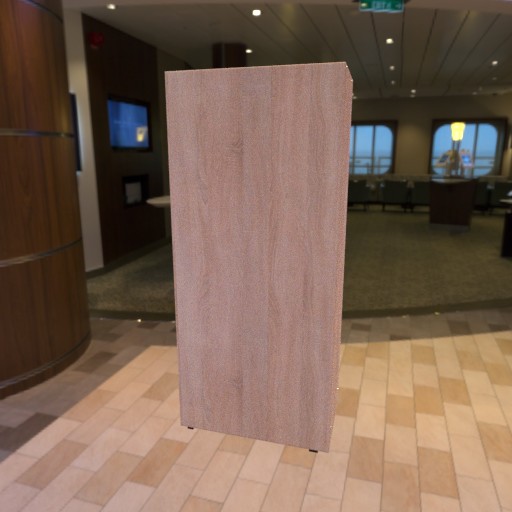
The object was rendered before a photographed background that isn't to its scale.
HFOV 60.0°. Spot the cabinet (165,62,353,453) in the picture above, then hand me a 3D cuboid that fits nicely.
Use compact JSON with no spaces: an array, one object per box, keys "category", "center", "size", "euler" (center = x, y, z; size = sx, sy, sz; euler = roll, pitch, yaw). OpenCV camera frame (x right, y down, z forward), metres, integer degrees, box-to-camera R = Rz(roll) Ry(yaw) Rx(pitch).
[{"category":"cabinet","center":[0.000,0.000,2.834],"size":[1.094,2.120,1.327],"euler":[-7,15,-28]}]
